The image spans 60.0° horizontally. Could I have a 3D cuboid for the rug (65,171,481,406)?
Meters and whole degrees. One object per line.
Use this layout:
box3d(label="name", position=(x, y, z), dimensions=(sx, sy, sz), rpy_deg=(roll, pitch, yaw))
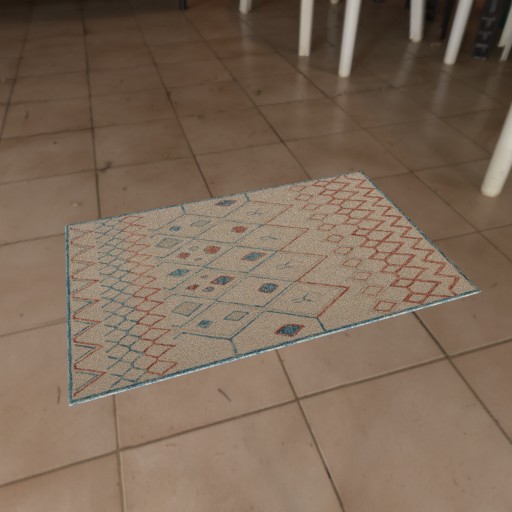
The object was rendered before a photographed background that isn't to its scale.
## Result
box3d(label="rug", position=(0.000, 0.000, 2.998), dimensions=(2.438, 0.015, 1.524), rpy_deg=(-12, 43, -14))
